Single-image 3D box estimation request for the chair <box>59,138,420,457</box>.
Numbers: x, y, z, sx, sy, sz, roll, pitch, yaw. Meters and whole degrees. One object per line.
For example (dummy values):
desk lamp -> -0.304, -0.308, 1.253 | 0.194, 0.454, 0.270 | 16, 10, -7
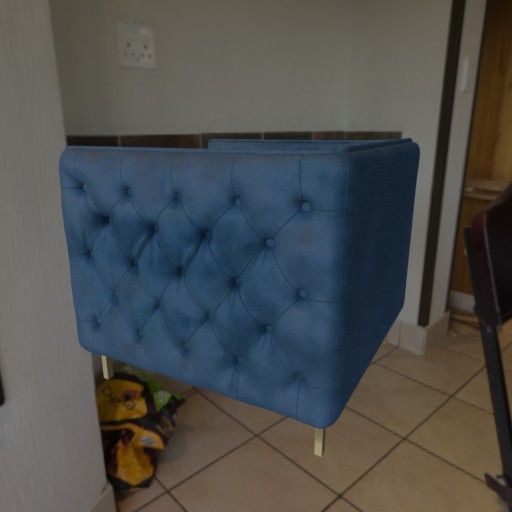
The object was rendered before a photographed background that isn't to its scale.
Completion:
chair -> 0.000, 0.000, 1.503 | 0.877, 0.771, 0.868 | 9, 19, 27
